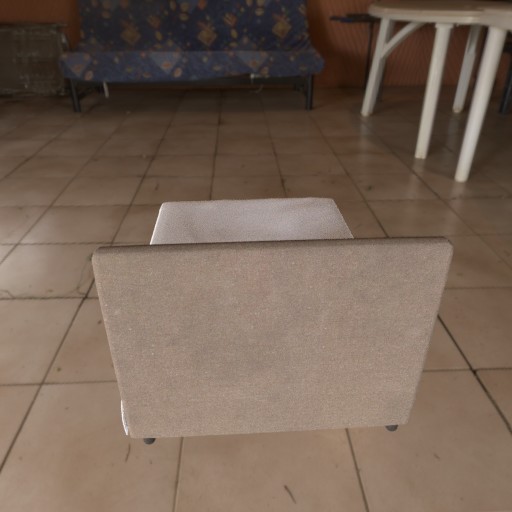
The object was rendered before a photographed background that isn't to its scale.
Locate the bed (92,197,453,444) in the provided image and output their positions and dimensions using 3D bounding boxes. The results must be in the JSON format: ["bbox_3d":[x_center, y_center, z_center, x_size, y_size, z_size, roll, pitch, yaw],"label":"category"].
[{"bbox_3d":[0.000,0.000,3.206,1.723,1.330,2.142,-2,31,-3],"label":"bed"}]
